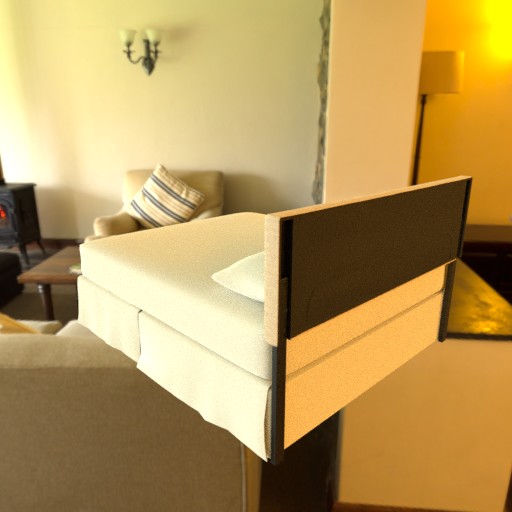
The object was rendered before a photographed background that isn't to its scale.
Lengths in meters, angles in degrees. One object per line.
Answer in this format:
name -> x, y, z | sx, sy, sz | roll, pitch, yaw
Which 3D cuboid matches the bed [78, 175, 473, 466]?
bed -> 0.000, 0.000, 2.758 | 1.616, 1.016, 1.876 | -16, 23, -41
